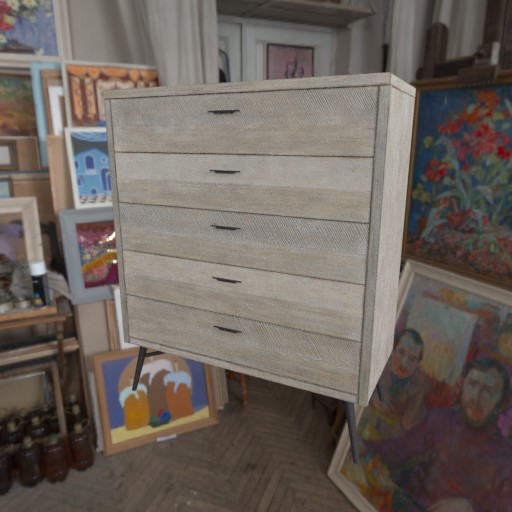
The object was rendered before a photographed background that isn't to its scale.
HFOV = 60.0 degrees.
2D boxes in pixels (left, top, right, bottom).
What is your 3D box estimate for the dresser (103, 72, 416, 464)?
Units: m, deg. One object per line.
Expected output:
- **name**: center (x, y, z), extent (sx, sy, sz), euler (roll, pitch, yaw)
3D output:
- **dresser**: center (0.000, 0.000, 1.722), extent (1.016, 1.219, 0.457), euler (8, 17, 26)
